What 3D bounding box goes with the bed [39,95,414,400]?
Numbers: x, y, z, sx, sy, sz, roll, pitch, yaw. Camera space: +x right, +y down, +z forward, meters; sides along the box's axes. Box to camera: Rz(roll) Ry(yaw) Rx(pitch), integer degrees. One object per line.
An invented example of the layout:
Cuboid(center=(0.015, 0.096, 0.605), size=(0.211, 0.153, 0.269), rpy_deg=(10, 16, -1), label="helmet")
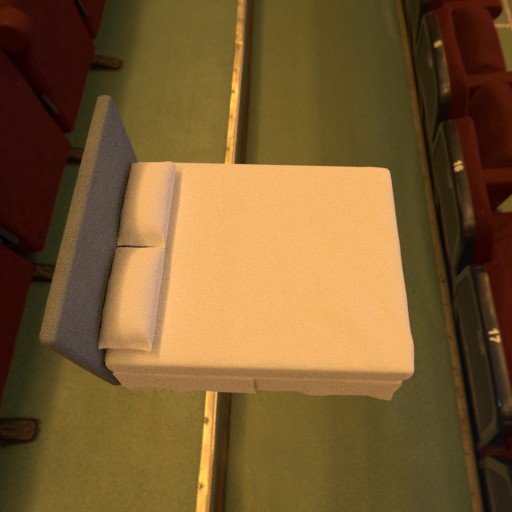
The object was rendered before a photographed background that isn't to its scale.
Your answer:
Cuboid(center=(0.000, 0.000, 3.097), size=(2.142, 1.330, 1.713), rpy_deg=(2, 64, 1), label="bed")
